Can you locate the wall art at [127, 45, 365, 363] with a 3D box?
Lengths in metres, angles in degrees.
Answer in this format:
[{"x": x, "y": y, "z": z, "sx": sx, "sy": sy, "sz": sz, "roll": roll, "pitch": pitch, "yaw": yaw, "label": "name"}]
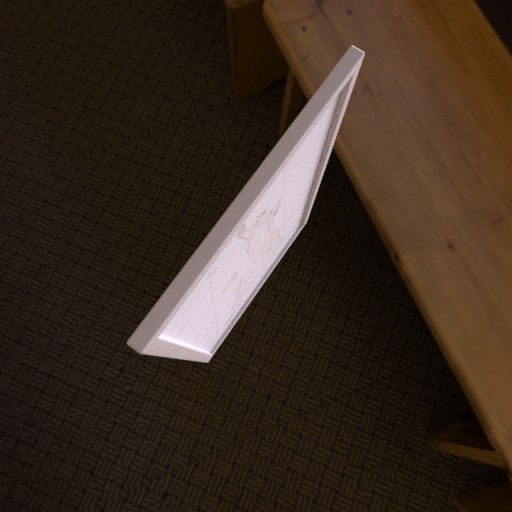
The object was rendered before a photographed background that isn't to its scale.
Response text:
[{"x": 0.000, "y": 0.000, "z": 1.488, "sx": 0.038, "sy": 1.183, "sz": 0.808, "roll": 34, "pitch": 78, "yaw": 8, "label": "wall art"}]
